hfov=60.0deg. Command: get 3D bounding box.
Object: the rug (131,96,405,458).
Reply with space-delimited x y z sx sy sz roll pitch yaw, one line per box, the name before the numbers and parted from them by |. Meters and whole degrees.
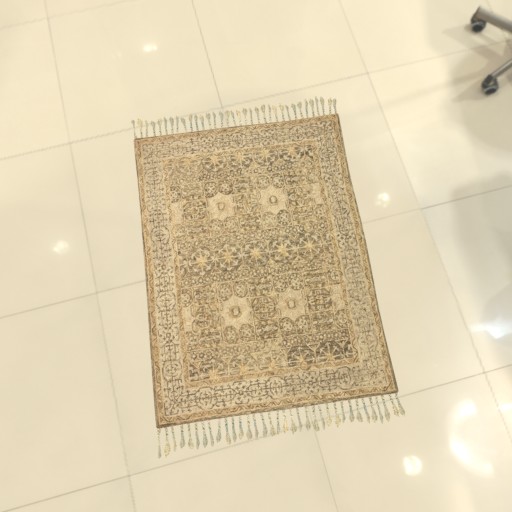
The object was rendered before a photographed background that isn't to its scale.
rug | 0.000 0.000 3.152 1.619 0.023 2.465 -8 75 -2
